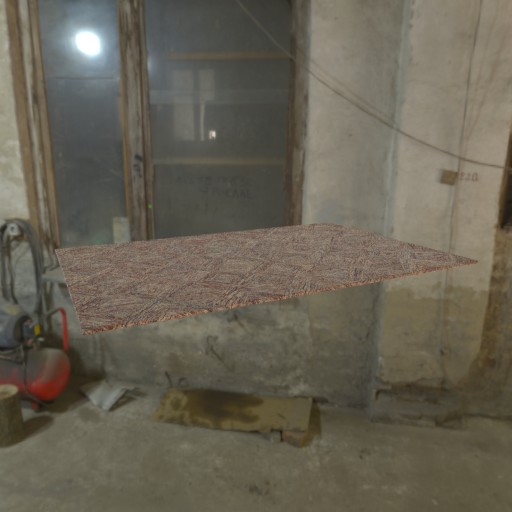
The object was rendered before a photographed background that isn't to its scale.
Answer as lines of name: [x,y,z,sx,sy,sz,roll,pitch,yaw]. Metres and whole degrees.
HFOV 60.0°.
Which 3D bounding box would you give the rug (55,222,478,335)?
rug: [0.000,0.000,2.864,2.285,0.019,1.523,-7,16,-26]
